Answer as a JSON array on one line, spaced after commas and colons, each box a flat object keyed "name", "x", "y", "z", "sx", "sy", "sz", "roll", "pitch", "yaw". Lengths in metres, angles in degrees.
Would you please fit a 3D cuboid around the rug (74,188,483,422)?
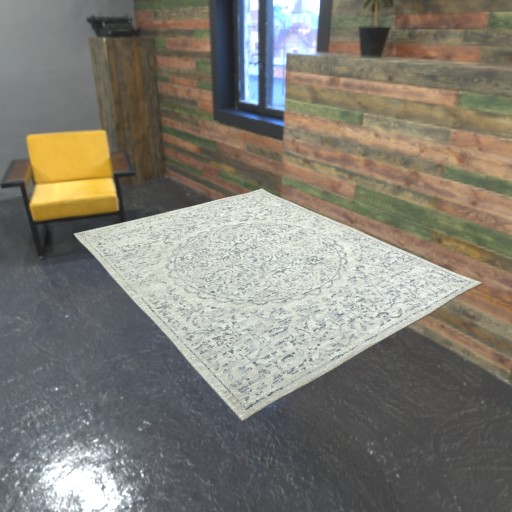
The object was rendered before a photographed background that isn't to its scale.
[{"name": "rug", "x": 0.000, "y": 0.000, "z": 3.963, "sx": 2.343, "sy": 0.026, "sz": 2.925, "roll": -19, "pitch": 32, "yaw": -32}]
